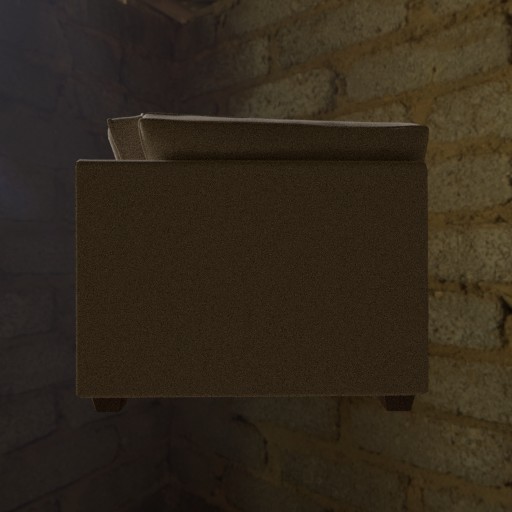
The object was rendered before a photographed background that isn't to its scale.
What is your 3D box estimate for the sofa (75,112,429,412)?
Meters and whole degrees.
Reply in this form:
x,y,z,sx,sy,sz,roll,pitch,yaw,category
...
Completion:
x,y,z,sx,sy,sz,roll,pitch,yaw,category
0.000,0.000,1.788,1.050,0.937,1.042,0,1,0,sofa
